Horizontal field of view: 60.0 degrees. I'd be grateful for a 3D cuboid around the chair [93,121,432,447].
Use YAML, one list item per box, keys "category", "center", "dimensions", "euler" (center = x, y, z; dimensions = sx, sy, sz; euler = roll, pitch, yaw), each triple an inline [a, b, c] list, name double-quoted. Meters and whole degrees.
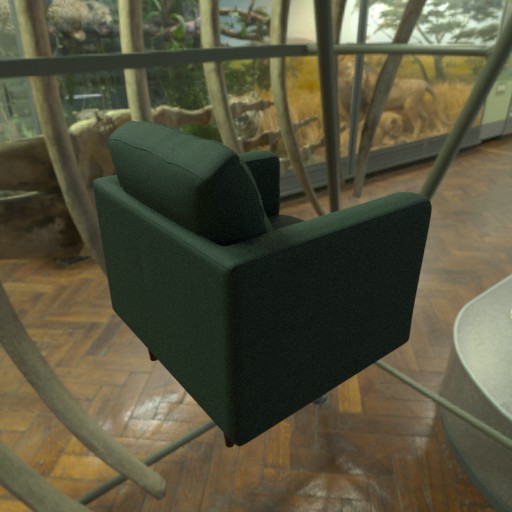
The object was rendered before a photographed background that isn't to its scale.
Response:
- category: "chair"
  center: [0.000, 0.000, 1.550]
  dimensions: [0.800, 0.927, 0.855]
  euler: [-19, 32, -34]
